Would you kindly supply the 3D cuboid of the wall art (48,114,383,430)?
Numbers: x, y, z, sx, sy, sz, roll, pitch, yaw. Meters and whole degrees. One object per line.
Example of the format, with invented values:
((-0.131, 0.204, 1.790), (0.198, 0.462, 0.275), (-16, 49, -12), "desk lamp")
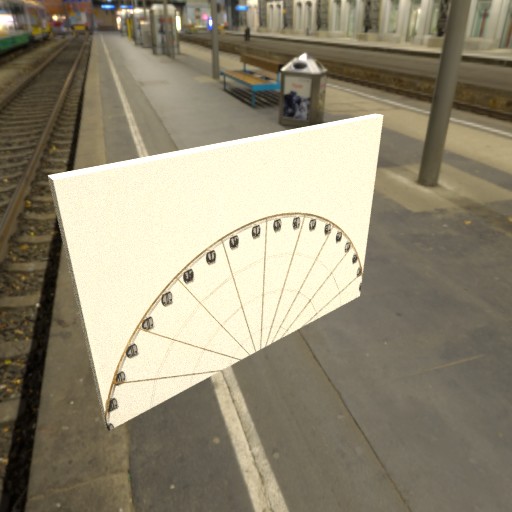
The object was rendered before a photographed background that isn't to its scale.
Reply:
((0.000, 0.000, 1.453), (1.144, 0.767, 0.038), (-21, 34, -34), "wall art")
